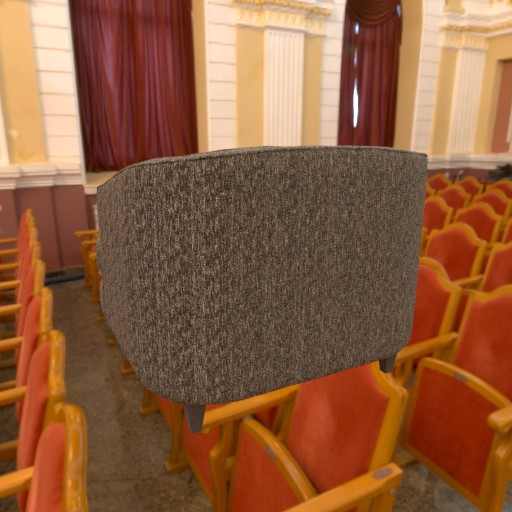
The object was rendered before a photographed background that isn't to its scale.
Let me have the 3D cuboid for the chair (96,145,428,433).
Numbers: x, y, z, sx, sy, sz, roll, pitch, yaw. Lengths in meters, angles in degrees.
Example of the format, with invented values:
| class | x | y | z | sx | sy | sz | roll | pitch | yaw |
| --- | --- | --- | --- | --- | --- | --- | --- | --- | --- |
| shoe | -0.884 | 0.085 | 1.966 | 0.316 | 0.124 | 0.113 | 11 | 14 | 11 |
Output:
| class | x | y | z | sx | sy | sz | roll | pitch | yaw |
| --- | --- | --- | --- | --- | --- | --- | --- | --- | --- |
| chair | 0.000 | 0.000 | 1.745 | 1.104 | 0.852 | 0.941 | -7 | 16 | -26 |
